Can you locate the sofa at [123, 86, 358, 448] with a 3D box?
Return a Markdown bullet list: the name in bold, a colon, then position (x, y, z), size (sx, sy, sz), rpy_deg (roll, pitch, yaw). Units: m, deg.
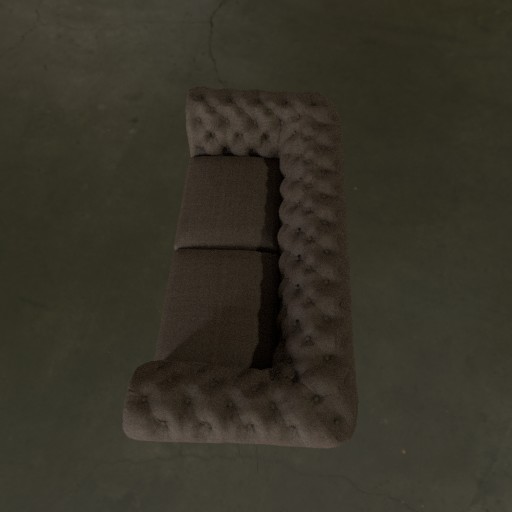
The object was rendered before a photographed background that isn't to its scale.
- **sofa**: position (0.000, 0.000, 2.486), size (0.944, 0.780, 2.048), rpy_deg (3, 59, 2)
